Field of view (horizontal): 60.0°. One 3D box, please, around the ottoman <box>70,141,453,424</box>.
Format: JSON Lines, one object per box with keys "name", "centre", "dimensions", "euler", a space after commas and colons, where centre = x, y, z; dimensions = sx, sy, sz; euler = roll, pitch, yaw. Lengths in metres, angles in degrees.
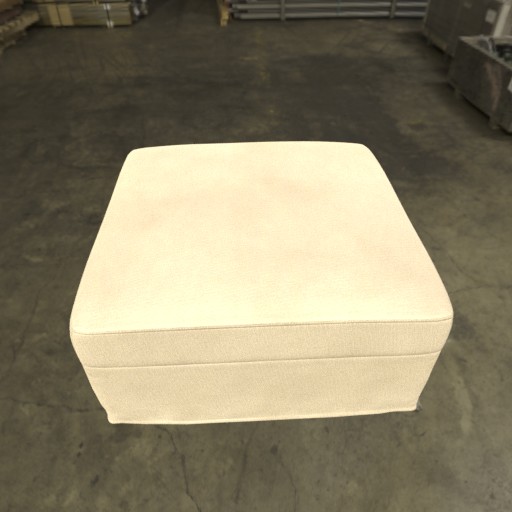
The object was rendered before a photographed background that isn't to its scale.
{"name": "ottoman", "centre": [0.000, 0.000, 1.336], "dimensions": [0.843, 0.441, 0.842], "euler": [-2, 40, -2]}
